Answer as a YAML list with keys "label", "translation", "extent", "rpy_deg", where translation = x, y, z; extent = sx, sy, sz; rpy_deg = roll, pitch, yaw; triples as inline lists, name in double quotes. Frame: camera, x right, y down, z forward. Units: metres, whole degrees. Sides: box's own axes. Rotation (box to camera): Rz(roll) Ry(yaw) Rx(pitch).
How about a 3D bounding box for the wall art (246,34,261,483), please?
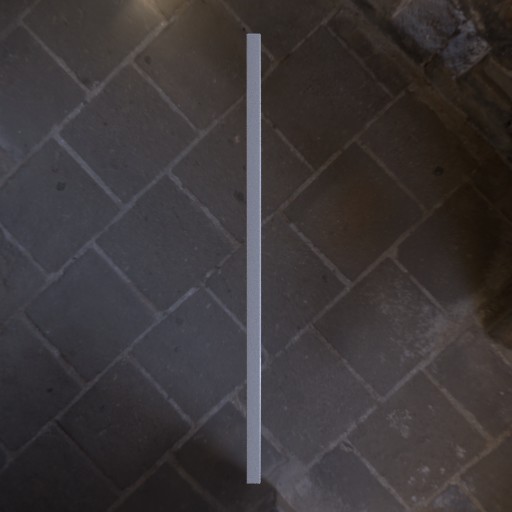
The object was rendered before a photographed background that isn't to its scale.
- label: "wall art"
  translation: [0.000, 0.000, 0.984]
  extent: [0.020, 0.661, 0.664]
  rpy_deg: [0, 91, 1]
